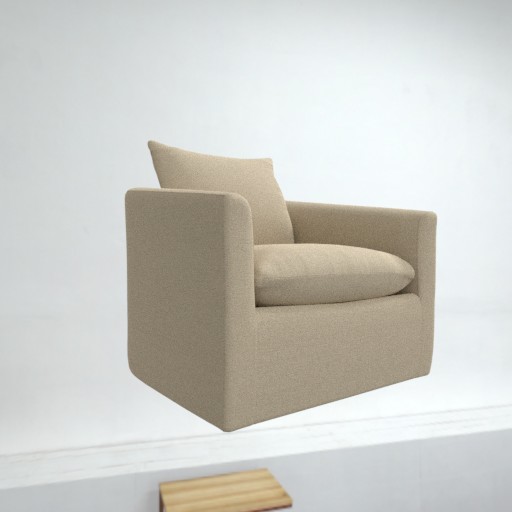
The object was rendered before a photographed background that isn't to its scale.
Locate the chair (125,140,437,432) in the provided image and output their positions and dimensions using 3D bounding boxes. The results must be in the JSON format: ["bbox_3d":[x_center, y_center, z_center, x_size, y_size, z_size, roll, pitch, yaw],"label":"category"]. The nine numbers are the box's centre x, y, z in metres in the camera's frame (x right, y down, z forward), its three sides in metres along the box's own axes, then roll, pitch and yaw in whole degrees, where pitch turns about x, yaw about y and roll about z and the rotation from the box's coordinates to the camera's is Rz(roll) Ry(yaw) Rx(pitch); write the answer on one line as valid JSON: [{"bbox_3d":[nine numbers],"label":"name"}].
[{"bbox_3d":[0.000,0.000,1.578,0.845,0.848,0.910,0,1,-36],"label":"chair"}]
